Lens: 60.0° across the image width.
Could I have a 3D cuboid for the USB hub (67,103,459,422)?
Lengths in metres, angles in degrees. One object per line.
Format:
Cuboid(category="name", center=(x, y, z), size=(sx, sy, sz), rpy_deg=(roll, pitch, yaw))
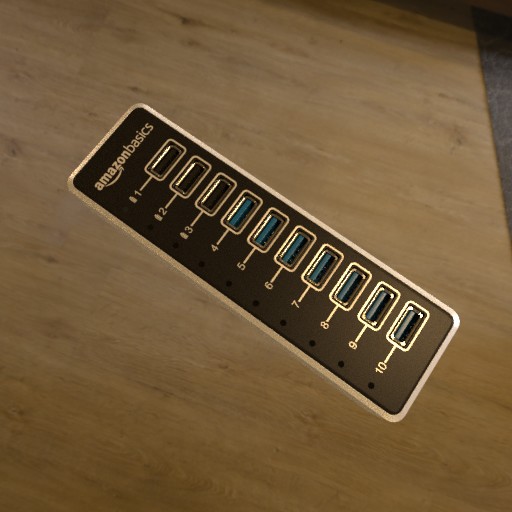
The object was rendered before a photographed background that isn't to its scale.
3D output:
Cuboid(category="USB hub", center=(0.000, 0.000, 0.168), size=(0.145, 0.023, 0.044), rpy_deg=(35, 79, 8))
